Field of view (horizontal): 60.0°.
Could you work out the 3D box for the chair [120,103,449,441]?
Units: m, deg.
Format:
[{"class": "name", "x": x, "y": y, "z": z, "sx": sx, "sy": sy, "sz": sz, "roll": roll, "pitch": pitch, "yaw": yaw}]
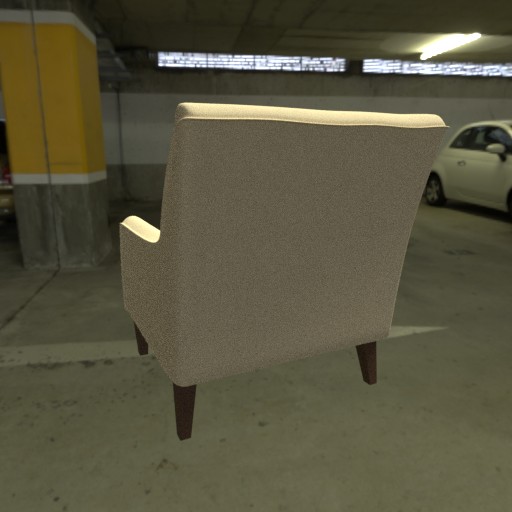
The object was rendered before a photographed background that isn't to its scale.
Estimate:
[{"class": "chair", "x": 0.000, "y": 0.000, "z": 1.549, "sx": 0.780, "sy": 0.919, "sz": 0.899, "roll": -7, "pitch": 15, "yaw": -26}]
